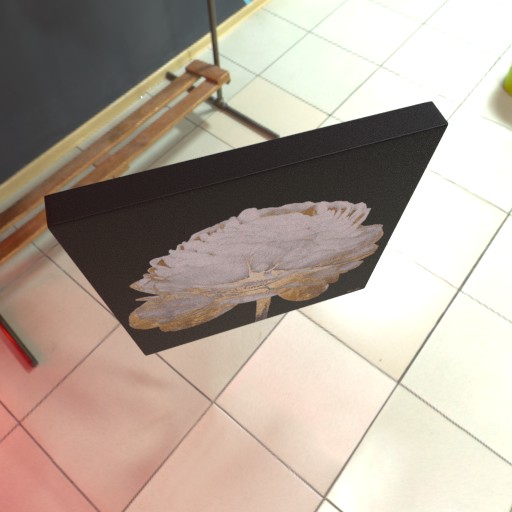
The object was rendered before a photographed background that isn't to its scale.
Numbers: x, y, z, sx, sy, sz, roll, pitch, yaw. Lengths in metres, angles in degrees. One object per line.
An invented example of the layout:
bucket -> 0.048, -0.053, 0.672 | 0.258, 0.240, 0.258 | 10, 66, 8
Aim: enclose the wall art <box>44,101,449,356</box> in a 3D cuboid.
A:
wall art -> 0.000, 0.000, 0.611 | 0.406, 0.407, 0.041 | -16, 62, -9
